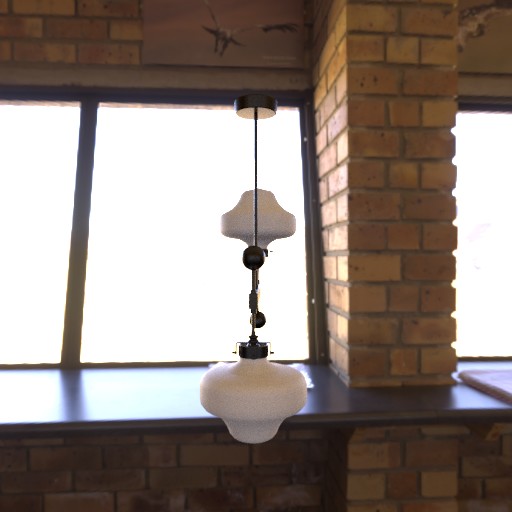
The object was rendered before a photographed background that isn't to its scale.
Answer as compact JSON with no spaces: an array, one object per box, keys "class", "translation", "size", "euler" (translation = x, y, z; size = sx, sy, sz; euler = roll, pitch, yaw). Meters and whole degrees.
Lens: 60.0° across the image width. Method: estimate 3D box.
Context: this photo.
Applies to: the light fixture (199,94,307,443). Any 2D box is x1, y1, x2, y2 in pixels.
[{"class":"light fixture","translation":[0.000,0.000,1.065],"size":[0.422,0.743,0.489],"euler":[0,0,-35]}]
